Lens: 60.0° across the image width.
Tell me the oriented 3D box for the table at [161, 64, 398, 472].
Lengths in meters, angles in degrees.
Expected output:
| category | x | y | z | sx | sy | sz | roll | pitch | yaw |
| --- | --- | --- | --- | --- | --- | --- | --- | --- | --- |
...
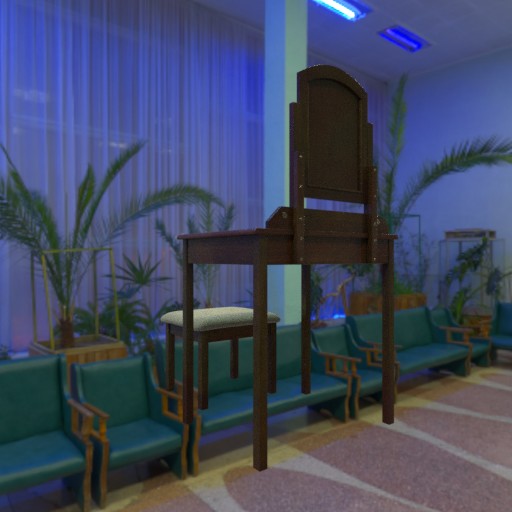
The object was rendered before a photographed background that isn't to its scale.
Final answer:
| category | x | y | z | sx | sy | sz | roll | pitch | yaw |
| --- | --- | --- | --- | --- | --- | --- | --- | --- | --- |
| table | 0.000 | 0.000 | 2.378 | 0.876 | 1.631 | 1.211 | 0 | 0 | -37 |
